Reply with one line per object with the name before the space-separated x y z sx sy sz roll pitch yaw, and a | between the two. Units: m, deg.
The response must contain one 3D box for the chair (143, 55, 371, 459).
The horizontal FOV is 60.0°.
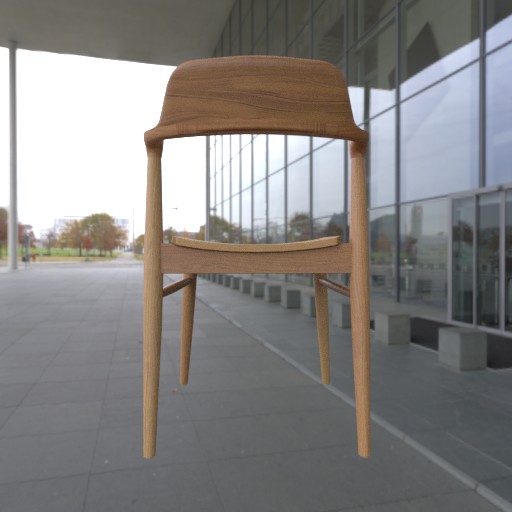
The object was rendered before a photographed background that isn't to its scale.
chair | 0.000 0.000 1.114 0.512 0.792 0.499 0 0 -1
